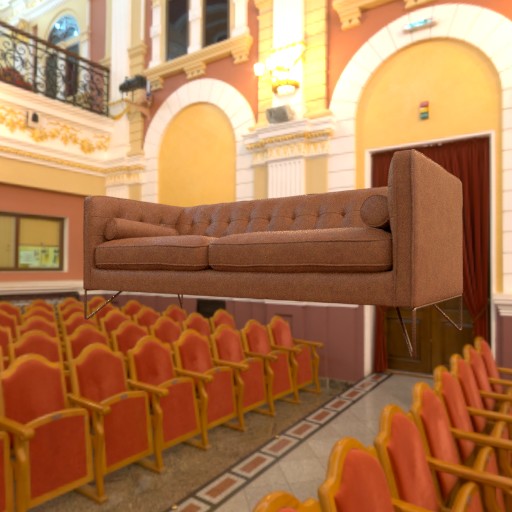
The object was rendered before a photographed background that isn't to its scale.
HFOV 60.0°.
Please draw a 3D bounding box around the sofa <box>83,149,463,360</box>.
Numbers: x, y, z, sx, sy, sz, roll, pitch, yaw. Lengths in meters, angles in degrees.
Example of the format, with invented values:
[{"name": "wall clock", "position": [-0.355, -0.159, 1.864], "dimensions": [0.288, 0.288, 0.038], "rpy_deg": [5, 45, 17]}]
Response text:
[{"name": "sofa", "position": [0.000, 0.000, 2.574], "dimensions": [2.079, 0.798, 0.912], "rpy_deg": [-1, -1, 35]}]
